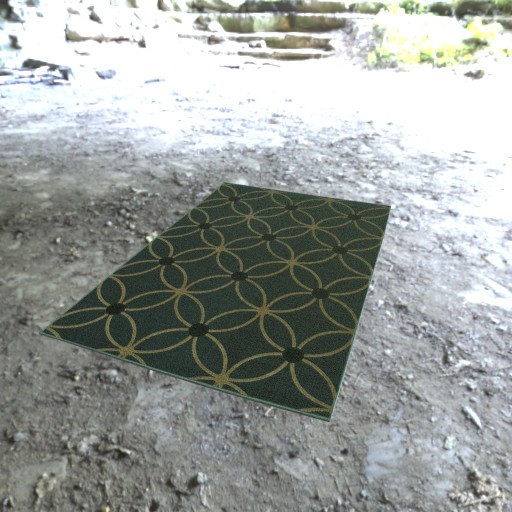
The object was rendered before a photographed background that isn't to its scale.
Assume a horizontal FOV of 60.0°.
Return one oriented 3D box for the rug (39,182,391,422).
[{"bbox_3d":[0.000,0.000,2.942,1.522,0.008,2.284,11,32,18],"label":"rug"}]
